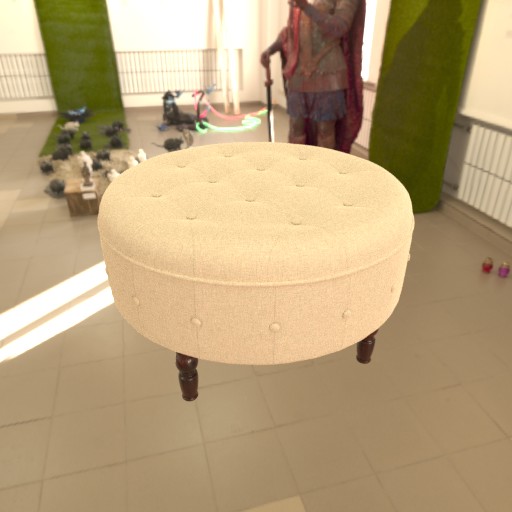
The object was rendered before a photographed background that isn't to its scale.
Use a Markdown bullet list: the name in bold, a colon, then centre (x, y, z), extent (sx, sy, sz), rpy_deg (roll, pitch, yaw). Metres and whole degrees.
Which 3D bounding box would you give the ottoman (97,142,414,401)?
- **ottoman**: centre (0.000, 0.000, 1.324), extent (0.848, 0.494, 0.848), rpy_deg (0, 29, 0)
